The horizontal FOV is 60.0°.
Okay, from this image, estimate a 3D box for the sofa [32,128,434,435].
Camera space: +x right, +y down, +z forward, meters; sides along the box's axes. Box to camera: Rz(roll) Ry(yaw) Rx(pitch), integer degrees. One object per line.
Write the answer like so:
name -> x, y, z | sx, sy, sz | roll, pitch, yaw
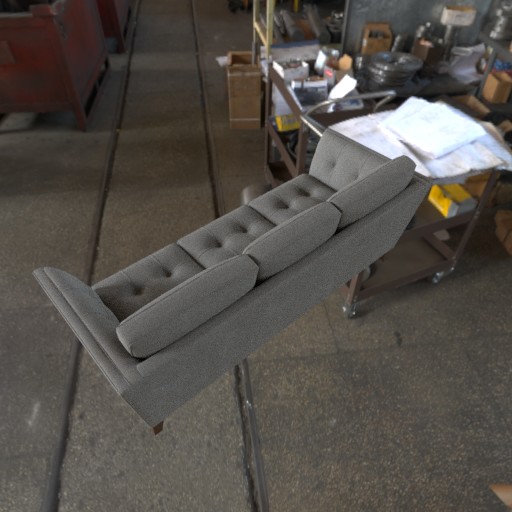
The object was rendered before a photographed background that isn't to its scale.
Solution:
sofa -> 0.000, 0.000, 2.909 | 2.387, 0.940, 0.965 | -32, 52, -28
